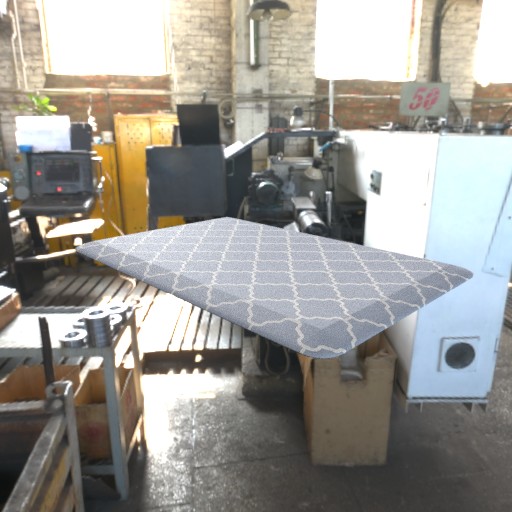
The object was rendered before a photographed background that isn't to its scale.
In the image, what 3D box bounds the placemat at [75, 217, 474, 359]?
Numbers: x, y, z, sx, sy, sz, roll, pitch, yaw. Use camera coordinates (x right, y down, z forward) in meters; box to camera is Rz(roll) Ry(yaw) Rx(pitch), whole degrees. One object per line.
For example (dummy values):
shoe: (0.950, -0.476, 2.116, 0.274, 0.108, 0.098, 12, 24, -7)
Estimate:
placemat: (0.000, 0.000, 0.974, 0.508, 0.021, 0.762, -15, 22, -42)
